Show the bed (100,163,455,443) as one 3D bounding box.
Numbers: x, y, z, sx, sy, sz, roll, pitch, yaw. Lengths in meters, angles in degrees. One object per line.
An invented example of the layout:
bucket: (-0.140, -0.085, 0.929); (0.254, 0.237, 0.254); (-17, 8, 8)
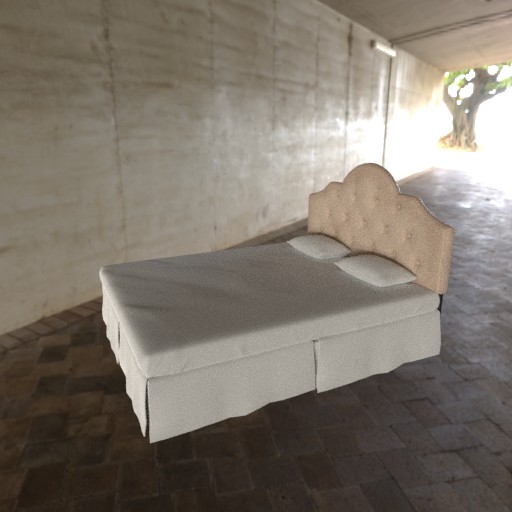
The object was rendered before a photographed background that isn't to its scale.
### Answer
bed: (0.000, 0.000, 3.054); (1.970, 1.194, 1.667); (-8, 18, -25)
